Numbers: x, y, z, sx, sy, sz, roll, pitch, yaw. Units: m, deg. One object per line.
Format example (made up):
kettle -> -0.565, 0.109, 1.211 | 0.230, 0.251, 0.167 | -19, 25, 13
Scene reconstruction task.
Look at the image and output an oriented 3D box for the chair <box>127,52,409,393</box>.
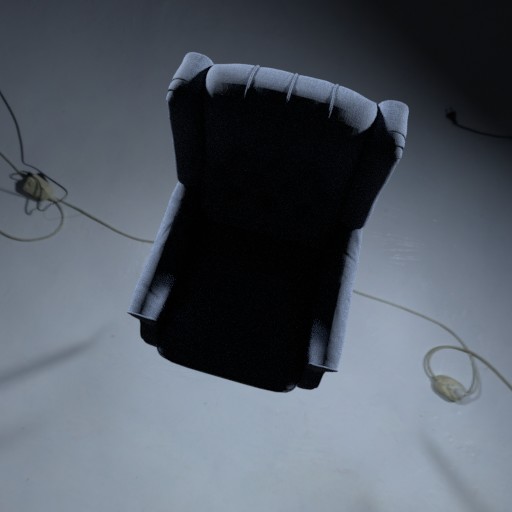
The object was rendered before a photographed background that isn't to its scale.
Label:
chair -> 0.000, 0.000, 1.612 | 0.742, 1.035, 0.898 | 15, 77, 4
